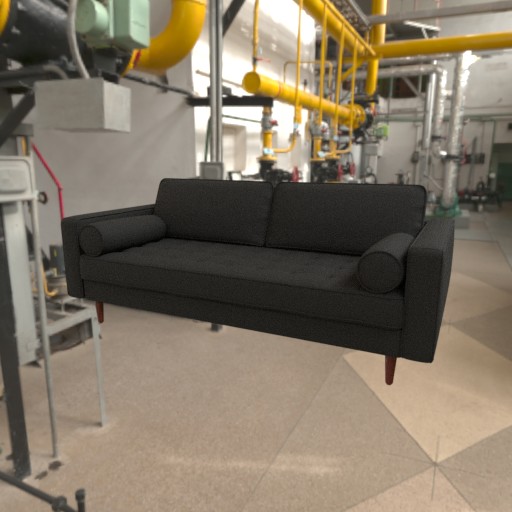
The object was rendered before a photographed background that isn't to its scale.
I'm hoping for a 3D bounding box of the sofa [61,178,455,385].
[{"bbox_3d":[0.000,0.000,2.345,1.875,0.759,0.914,6,14,25],"label":"sofa"}]
